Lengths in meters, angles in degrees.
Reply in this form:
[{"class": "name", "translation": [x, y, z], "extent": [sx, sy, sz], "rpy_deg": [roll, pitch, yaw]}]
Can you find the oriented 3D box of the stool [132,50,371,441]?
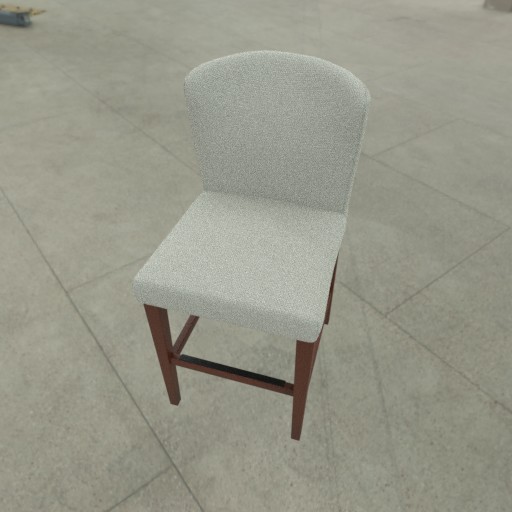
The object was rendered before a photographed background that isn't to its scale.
[{"class": "stool", "translation": [0.000, 0.000, 1.280], "extent": [0.481, 0.969, 0.568], "rpy_deg": [11, 42, 13]}]
